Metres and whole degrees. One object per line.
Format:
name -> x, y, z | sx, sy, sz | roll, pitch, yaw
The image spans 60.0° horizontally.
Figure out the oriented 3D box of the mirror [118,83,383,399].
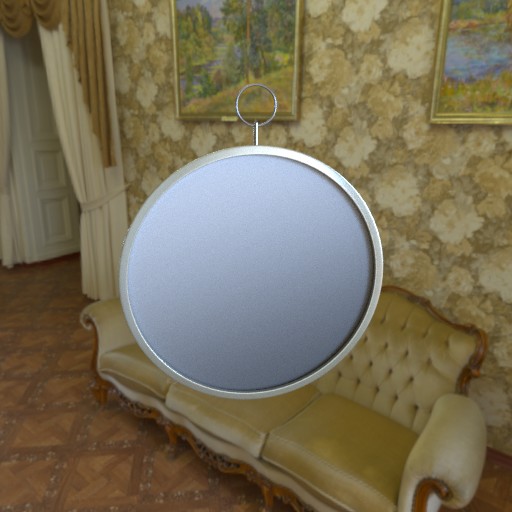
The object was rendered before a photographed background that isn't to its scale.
mirror -> 0.000, 0.000, 0.979 | 0.594, 0.713, 0.020 | -2, 16, -9
